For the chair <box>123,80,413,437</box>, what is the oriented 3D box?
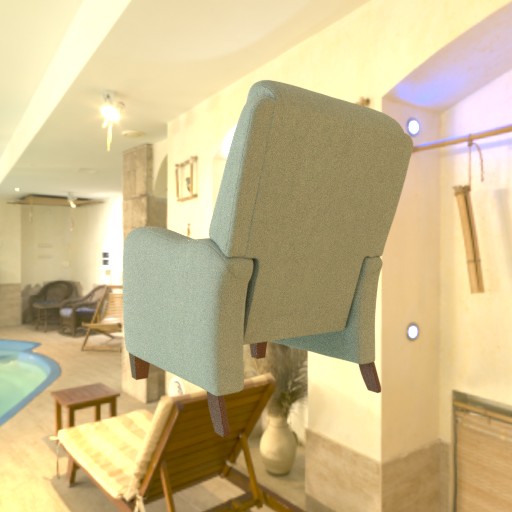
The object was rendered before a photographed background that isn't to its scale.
[{"bbox_3d":[0.000,0.000,1.786,0.785,1.067,0.988,0,0,-36],"label":"chair"}]
